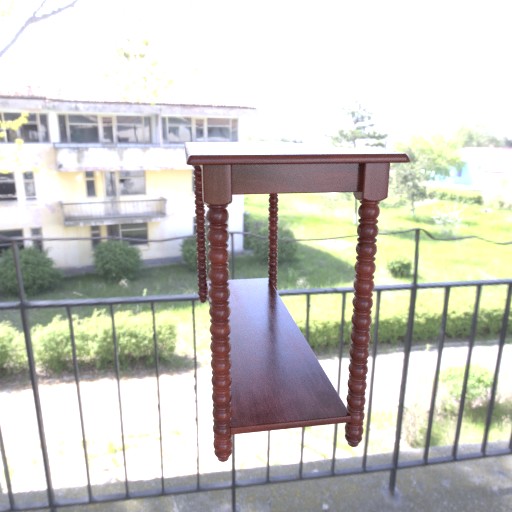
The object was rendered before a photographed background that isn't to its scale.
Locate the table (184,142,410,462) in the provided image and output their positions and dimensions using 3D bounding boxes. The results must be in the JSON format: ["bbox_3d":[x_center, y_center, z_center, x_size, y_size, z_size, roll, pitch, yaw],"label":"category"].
[{"bbox_3d":[0.000,0.000,1.532,0.459,0.740,1.184,-2,16,-9],"label":"table"}]
